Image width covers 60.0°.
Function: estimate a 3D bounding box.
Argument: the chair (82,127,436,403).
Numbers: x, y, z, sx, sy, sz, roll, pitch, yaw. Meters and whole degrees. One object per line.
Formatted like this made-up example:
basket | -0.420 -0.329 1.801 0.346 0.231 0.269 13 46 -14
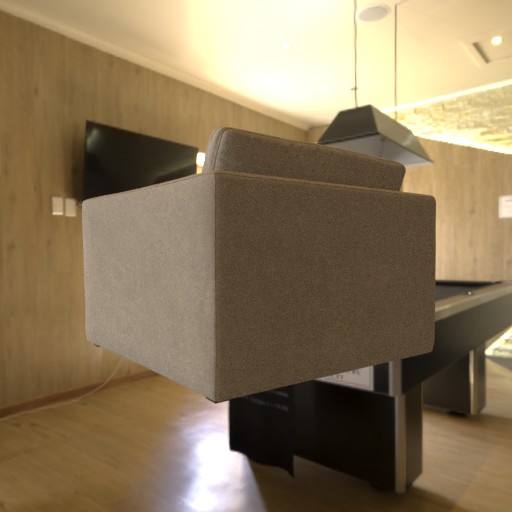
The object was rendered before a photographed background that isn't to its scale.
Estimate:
chair | 0.000 0.000 1.919 1.190 0.845 1.091 -1 1 -35
